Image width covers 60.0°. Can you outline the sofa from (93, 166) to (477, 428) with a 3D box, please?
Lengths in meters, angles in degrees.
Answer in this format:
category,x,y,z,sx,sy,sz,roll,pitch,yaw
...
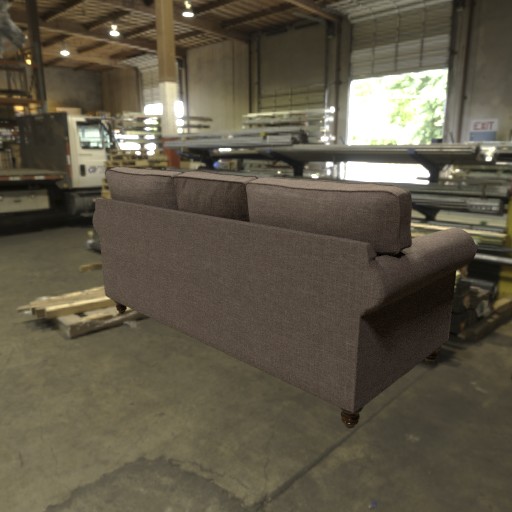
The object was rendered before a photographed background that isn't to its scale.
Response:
category,x,y,z,sx,sy,sz,roll,pitch,yaw
sofa,0.000,0.000,2.512,2.084,0.961,0.916,13,19,42
